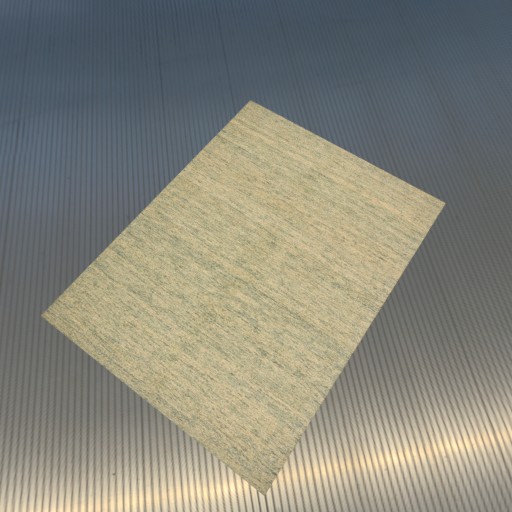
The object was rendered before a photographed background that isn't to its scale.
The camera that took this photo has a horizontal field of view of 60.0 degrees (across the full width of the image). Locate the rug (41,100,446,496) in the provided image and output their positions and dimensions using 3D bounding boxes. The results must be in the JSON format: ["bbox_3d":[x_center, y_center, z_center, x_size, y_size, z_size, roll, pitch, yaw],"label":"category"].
[{"bbox_3d":[0.000,0.000,4.219,2.437,0.014,3.201,33,68,15],"label":"rug"}]
